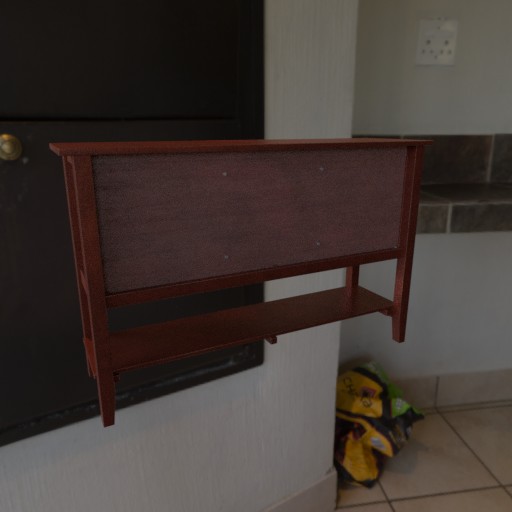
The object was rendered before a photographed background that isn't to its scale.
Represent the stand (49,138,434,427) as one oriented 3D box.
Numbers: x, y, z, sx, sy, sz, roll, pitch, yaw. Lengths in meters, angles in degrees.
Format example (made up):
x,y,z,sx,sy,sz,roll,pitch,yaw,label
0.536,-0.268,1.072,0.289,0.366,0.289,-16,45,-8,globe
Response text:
x,y,z,sx,sy,sz,roll,pitch,yaw,label
0.000,0.000,1.744,1.362,0.872,0.410,-8,18,-26,stand
